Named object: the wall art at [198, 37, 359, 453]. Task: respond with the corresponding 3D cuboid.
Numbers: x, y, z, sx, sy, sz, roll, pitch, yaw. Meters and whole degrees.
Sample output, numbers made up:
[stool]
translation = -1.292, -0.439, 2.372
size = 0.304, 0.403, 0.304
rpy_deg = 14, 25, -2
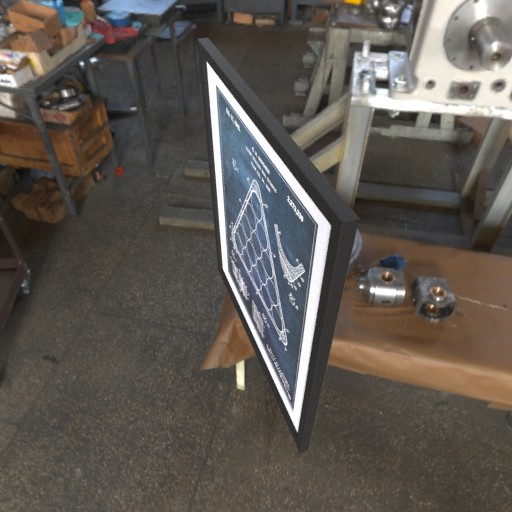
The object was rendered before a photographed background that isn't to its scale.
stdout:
[wall art]
translation = 0.000, 0.000, 1.190
size = 0.028, 0.863, 0.755
rpy_deg = -15, 48, -15
